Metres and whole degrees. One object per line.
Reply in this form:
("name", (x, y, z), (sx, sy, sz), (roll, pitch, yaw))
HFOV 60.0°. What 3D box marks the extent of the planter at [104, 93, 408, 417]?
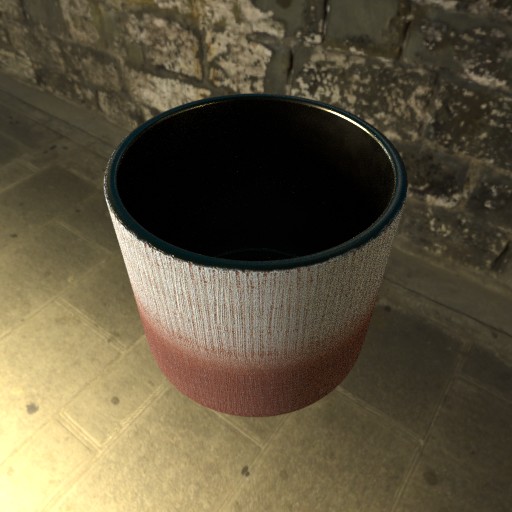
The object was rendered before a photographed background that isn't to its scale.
("planter", (0.000, 0.000, 0.395), (0.221, 0.201, 0.221), (0, 46, 0))
